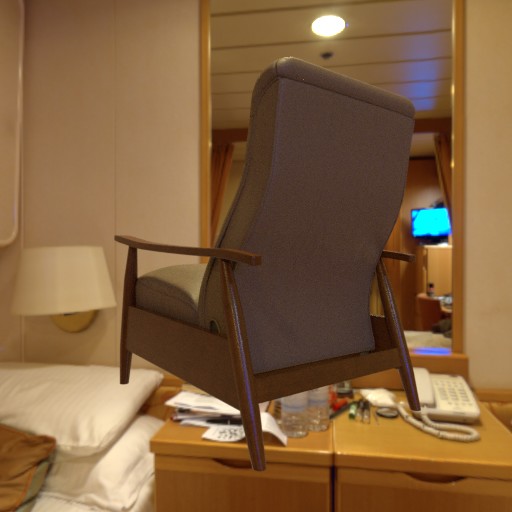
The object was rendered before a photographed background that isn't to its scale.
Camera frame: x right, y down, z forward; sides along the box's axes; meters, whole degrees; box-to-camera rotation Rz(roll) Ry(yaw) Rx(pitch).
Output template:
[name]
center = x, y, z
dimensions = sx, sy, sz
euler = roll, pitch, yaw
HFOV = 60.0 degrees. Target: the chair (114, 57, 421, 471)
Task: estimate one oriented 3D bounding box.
[chair]
center = 0.000, 0.000, 1.725
dimensions = 0.762, 1.082, 1.014
euler = 0, 1, -38
